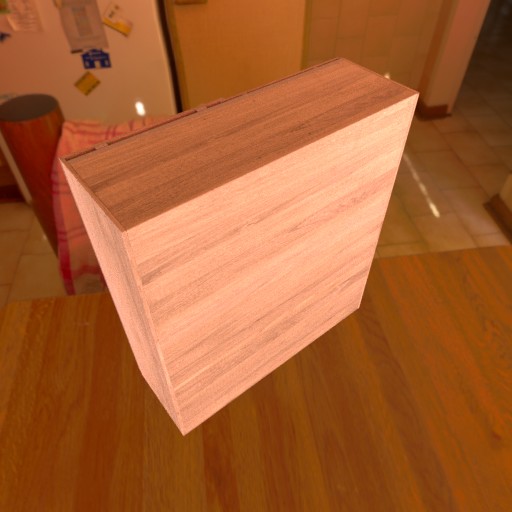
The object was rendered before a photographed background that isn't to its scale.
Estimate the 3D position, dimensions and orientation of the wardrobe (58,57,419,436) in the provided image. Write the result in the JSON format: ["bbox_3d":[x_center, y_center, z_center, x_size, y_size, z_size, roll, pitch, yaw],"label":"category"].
[{"bbox_3d":[0.000,0.000,2.917,1.780,1.960,0.629,-30,54,-25],"label":"wardrobe"}]
